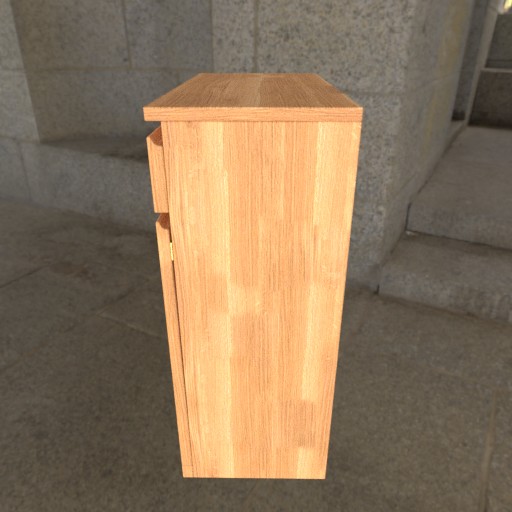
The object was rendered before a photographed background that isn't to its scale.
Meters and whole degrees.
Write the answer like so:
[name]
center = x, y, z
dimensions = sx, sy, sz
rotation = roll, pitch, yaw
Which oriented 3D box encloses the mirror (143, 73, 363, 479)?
[mirror]
center = 0.000, 0.000, 1.383
dimensions = 0.400, 1.000, 0.800
rotation = 0, 26, 1
